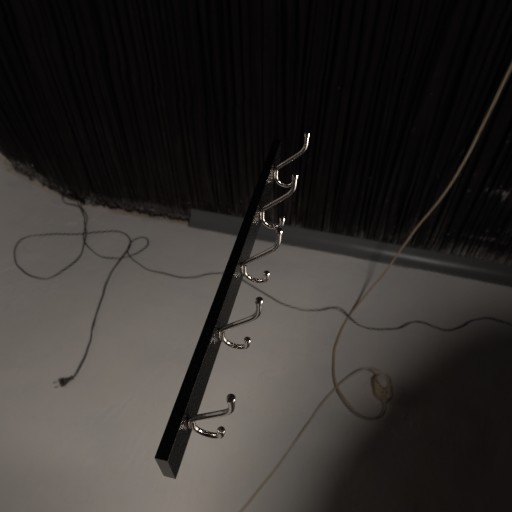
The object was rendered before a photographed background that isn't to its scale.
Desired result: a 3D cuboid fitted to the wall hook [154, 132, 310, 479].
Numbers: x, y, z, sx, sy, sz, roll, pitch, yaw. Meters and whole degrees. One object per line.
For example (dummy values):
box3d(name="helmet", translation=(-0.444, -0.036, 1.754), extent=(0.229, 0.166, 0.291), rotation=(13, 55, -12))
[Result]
box3d(name="wall hook", translation=(0.000, 0.000, 0.619), extent=(0.071, 0.117, 0.571), rotation=(10, 49, 9))
